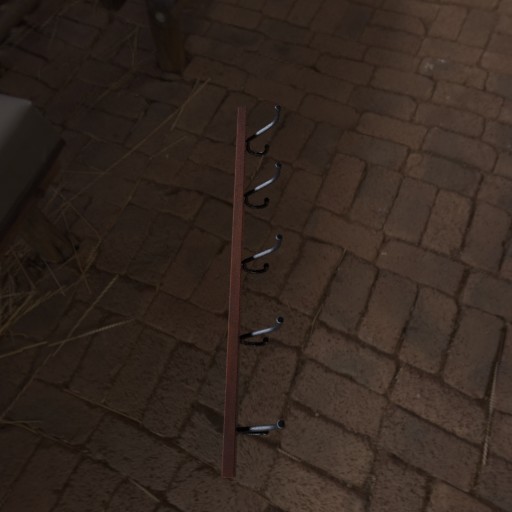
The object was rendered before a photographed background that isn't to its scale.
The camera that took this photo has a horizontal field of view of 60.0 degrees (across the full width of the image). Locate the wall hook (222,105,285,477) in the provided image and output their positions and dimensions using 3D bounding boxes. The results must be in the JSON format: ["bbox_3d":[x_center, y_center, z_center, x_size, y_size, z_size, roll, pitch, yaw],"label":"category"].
[{"bbox_3d":[0.000,0.000,0.638,0.071,0.117,0.571,1,64,0],"label":"wall hook"}]
